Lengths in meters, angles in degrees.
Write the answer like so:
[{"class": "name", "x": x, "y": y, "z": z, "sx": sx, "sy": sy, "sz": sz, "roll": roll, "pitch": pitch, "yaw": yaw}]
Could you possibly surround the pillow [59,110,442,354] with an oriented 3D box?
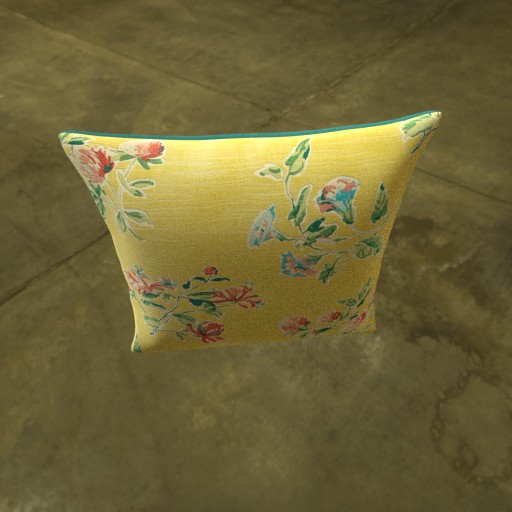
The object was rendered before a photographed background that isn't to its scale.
[{"class": "pillow", "x": 0.000, "y": 0.000, "z": 0.776, "sx": 0.525, "sy": 0.508, "sz": 0.166, "roll": -4, "pitch": 45, "yaw": -4}]
